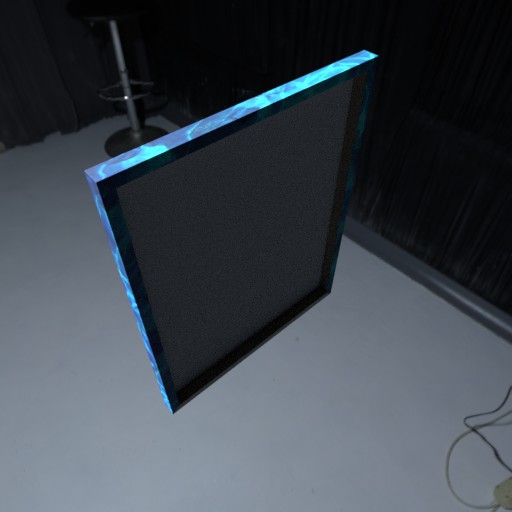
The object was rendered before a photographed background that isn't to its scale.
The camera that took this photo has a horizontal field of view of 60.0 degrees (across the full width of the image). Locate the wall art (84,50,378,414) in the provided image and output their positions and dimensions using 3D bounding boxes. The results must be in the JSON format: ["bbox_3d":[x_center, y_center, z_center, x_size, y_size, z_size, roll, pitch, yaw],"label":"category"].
[{"bbox_3d":[0.000,0.000,1.027,0.609,0.760,0.038,-33,55,-26],"label":"wall art"}]
